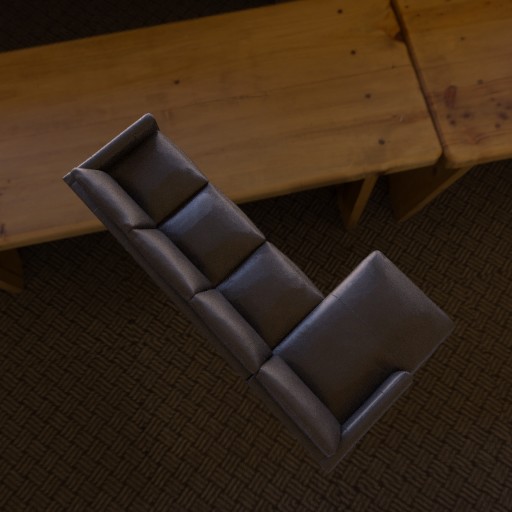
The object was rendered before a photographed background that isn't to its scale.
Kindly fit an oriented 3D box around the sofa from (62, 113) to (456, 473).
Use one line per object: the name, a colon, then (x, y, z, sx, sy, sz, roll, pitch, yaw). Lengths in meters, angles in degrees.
sofa: (0.000, 0.000, 3.603, 1.471, 0.859, 2.993, -42, 79, -10)
